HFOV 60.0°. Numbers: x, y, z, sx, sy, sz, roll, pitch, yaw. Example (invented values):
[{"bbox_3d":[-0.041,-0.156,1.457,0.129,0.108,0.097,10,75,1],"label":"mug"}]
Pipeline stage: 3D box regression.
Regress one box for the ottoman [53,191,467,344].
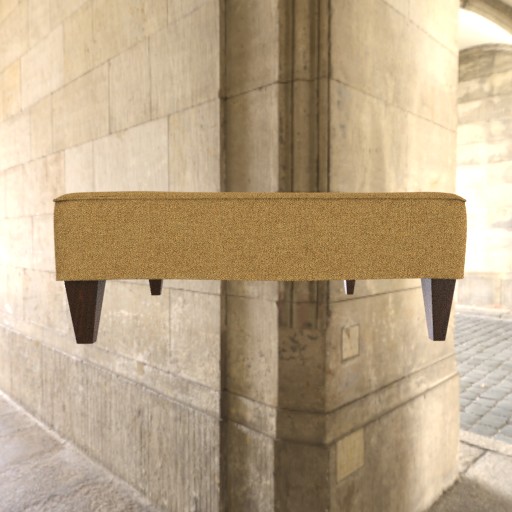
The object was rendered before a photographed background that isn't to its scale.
[{"bbox_3d":[0.000,0.000,1.504,0.970,0.378,0.981,0,2,-2],"label":"ottoman"}]
